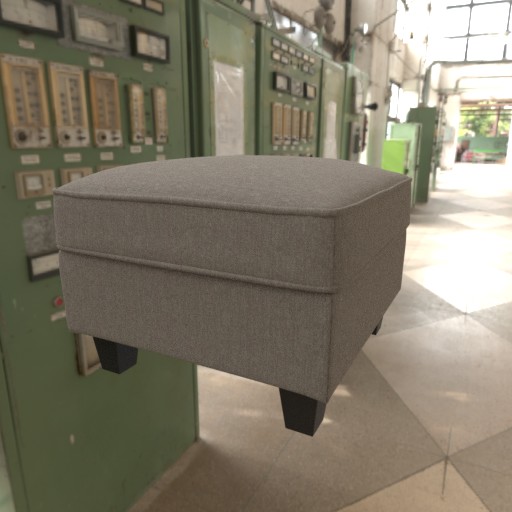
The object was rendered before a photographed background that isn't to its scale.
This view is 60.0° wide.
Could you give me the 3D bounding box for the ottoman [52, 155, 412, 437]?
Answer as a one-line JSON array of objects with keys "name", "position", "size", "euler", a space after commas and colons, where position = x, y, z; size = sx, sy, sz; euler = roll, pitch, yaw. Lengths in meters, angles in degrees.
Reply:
[{"name": "ottoman", "position": [0.000, 0.000, 1.386], "size": [0.808, 0.612, 0.871], "euler": [8, 17, 27]}]
